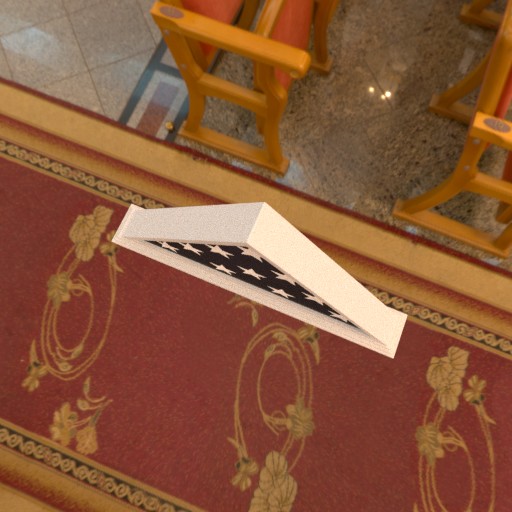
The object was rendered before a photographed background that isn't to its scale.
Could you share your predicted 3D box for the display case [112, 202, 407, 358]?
[{"bbox_3d":[0.000,0.000,0.781,0.640,0.340,0.095,22,75,6],"label":"display case"}]
